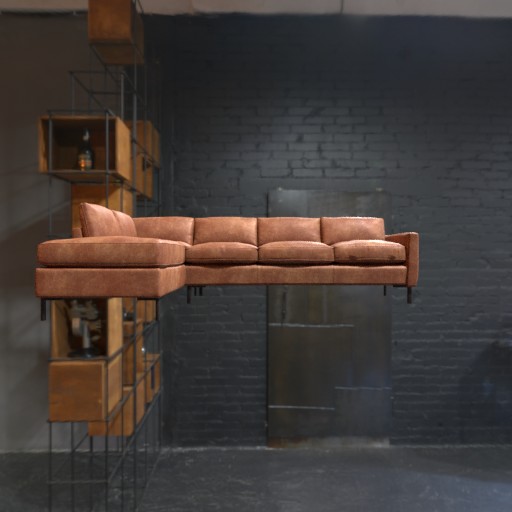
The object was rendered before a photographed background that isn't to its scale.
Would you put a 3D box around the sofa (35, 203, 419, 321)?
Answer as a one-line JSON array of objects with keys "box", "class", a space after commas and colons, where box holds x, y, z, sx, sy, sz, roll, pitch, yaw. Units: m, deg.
[{"box": [0.000, 0.000, 3.934, 2.984, 0.877, 1.938, 0, 0, 0], "class": "sofa"}]
